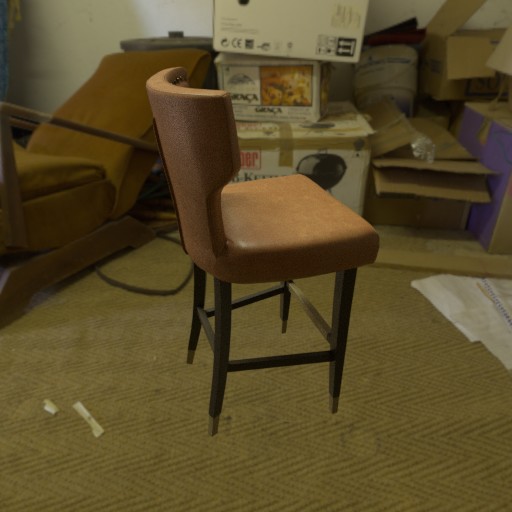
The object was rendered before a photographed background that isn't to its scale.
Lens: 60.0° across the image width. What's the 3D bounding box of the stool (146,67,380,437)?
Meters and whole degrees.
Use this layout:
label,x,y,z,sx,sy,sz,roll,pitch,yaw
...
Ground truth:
label,x,y,z,sx,sy,sz,roll,pitch,yaw
stool,0.000,0.000,1.424,0.563,1.092,0.526,-10,31,-17
